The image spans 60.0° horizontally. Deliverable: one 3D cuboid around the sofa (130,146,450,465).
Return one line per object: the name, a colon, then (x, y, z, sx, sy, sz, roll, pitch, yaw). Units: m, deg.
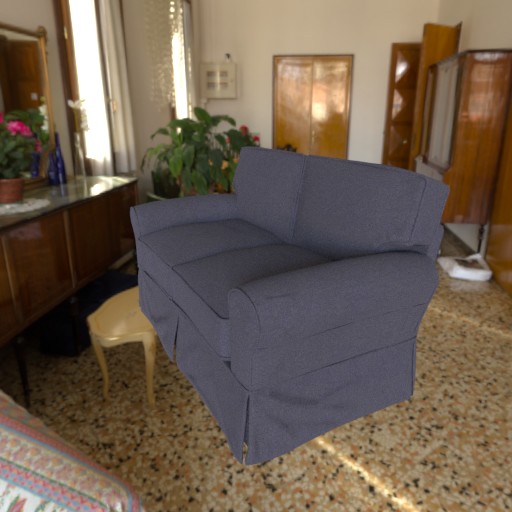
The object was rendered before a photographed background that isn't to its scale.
sofa: (0.000, 0.000, 2.395, 0.997, 1.059, 1.801, -9, 20, -26)
